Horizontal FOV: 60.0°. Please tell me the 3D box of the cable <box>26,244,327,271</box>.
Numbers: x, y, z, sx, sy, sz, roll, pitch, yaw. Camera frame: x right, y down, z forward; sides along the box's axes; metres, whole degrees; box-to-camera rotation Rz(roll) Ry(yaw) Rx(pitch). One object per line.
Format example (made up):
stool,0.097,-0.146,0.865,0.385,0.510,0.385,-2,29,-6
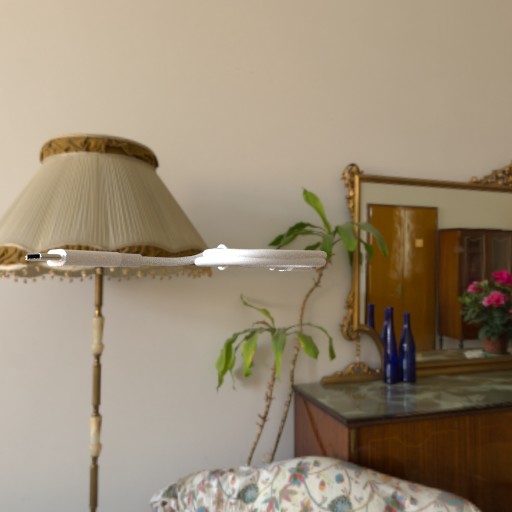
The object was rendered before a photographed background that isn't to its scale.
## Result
cable,0.000,0.000,0.230,0.070,0.014,0.203,-2,-3,37
